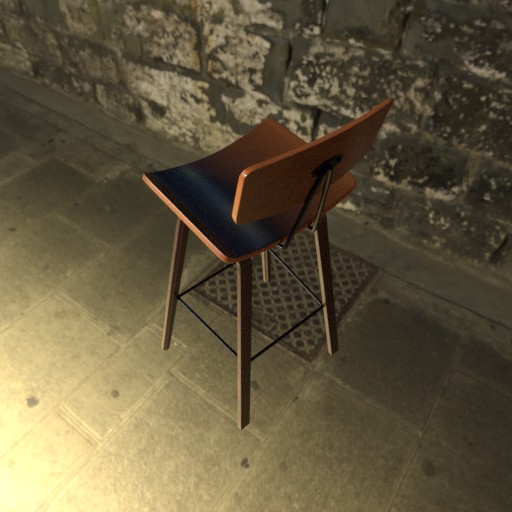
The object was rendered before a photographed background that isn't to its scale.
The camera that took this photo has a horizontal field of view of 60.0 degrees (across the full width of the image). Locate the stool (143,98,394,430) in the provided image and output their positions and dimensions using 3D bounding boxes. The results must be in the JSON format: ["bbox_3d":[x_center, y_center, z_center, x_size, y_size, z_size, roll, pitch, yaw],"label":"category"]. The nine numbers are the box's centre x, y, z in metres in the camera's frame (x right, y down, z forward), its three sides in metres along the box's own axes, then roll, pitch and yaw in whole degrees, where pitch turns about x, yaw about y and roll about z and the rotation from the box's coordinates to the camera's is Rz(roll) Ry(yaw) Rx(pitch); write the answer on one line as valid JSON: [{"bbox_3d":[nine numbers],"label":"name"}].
[{"bbox_3d":[0.000,0.000,1.219,0.509,0.969,0.440,-32,55,-26],"label":"stool"}]
